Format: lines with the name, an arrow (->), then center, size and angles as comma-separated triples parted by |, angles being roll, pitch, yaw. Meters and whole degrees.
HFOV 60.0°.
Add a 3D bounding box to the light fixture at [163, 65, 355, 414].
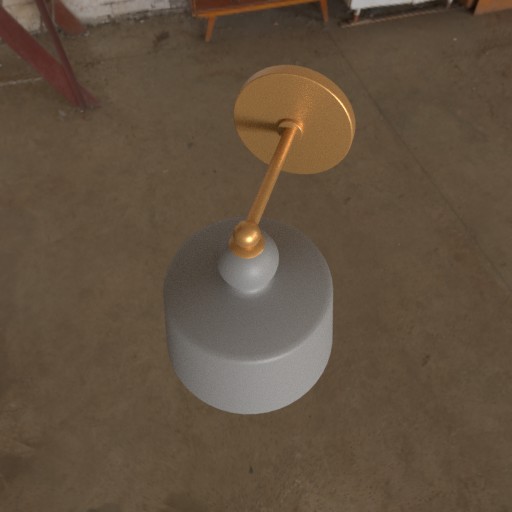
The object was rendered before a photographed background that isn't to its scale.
light fixture -> 0.000, 0.000, 0.452 | 0.204, 0.268, 0.254 | 16, 58, 10
